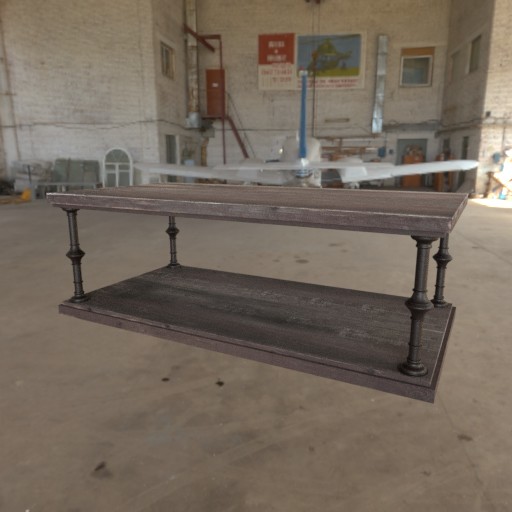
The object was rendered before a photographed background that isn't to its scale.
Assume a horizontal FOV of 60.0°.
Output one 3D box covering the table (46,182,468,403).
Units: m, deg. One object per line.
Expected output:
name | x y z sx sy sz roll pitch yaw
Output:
table | 0.000 0.000 1.324 1.088 0.373 0.554 7 15 27
